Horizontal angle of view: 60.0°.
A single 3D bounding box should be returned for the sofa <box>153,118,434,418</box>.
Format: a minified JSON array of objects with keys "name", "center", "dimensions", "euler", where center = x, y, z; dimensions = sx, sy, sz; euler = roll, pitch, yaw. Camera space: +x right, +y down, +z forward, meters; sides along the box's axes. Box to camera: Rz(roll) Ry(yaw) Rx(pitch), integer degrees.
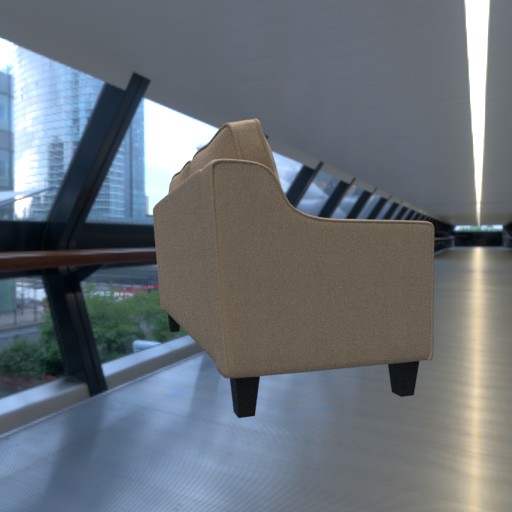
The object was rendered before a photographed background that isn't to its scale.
[{"name":"sofa","center":[0.000,0.000,3.505],"dimensions":[1.351,1.562,2.587],"euler":[0,1,-19]}]
